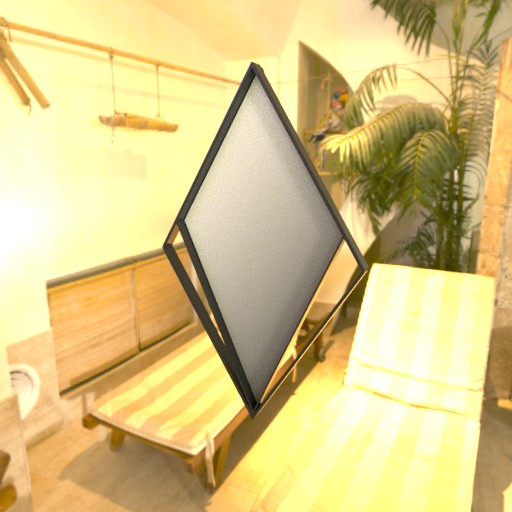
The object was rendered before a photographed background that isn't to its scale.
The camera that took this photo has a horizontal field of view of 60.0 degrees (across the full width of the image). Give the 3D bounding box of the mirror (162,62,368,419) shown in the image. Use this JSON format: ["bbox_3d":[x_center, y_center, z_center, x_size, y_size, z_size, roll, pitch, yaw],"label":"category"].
[{"bbox_3d":[0.000,0.000,0.838,0.419,0.679,0.032,7,15,26],"label":"mirror"}]
